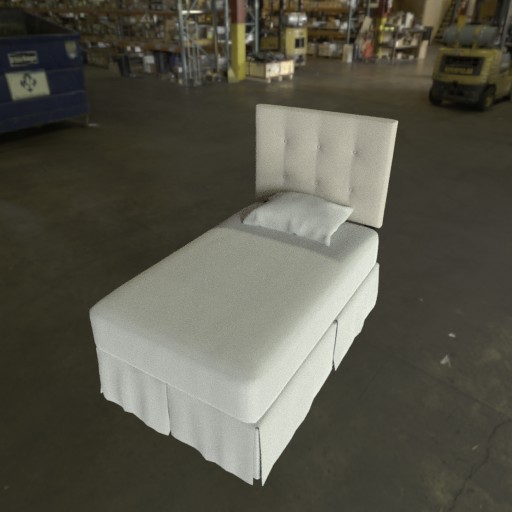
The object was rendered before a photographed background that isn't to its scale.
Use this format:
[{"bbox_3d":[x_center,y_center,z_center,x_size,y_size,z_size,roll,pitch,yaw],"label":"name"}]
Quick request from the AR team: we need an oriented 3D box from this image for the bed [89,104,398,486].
[{"bbox_3d":[0.000,0.000,2.999,1.261,1.571,1.997,17,34,27],"label":"bed"}]
